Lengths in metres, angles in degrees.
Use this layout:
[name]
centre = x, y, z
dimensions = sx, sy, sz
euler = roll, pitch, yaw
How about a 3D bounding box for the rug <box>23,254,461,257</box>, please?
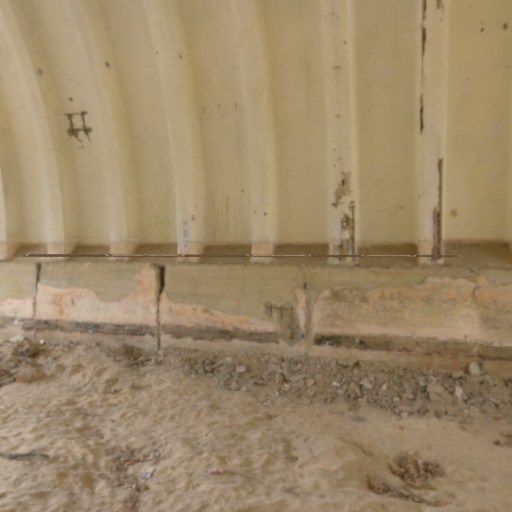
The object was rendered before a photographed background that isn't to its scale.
[rug]
centre = 0.000, 0.000, 2.740
dimensions = 2.464, 0.012, 0.773
euler = 0, 0, -19
